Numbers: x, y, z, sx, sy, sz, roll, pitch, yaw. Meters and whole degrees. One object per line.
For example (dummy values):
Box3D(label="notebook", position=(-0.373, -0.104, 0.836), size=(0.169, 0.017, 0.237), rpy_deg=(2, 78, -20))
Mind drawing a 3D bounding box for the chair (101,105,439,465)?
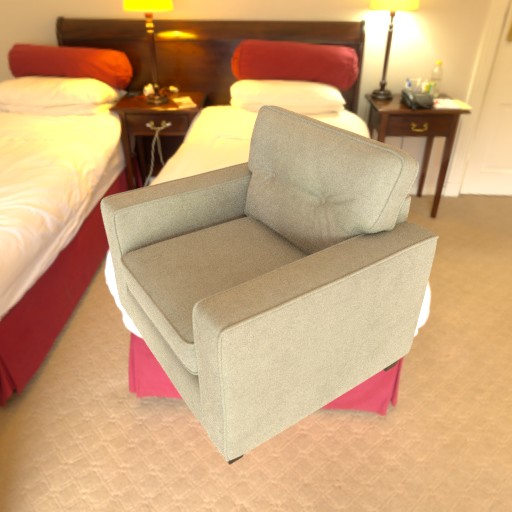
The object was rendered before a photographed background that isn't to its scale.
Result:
Box3D(label="chair", position=(0.000, 0.000, 1.792), size=(0.939, 0.965, 1.015), rpy_deg=(-20, 38, -28))
